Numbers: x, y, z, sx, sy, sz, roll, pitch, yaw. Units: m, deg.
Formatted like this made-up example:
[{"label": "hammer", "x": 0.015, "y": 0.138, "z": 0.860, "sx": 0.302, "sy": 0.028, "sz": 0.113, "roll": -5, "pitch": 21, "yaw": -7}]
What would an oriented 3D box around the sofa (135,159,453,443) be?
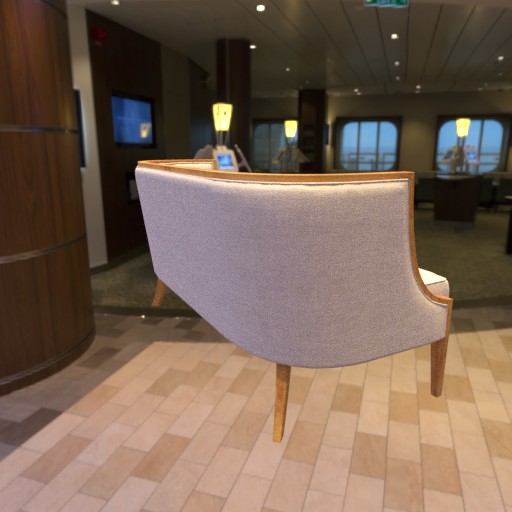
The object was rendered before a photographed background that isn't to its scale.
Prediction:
[{"label": "sofa", "x": 0.000, "y": 0.000, "z": 1.908, "sx": 0.770, "sy": 0.775, "sz": 1.474, "roll": -7, "pitch": 16, "yaw": -27}]
